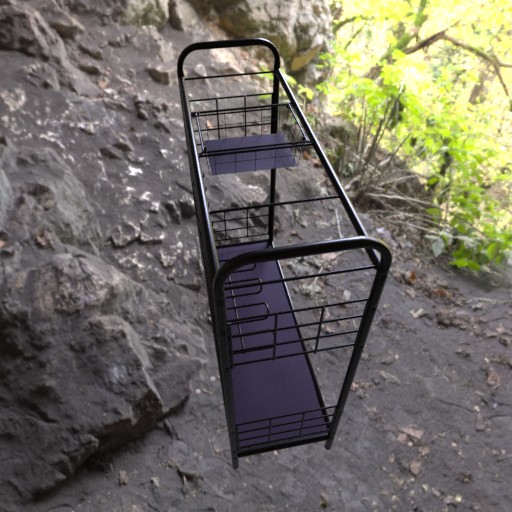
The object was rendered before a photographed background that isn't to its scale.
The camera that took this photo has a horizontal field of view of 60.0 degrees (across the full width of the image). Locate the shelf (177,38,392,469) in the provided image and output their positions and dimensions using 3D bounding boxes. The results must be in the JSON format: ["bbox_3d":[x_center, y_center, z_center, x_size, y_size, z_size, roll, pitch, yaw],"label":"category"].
[{"bbox_3d":[0.000,0.000,1.465,0.350,1.026,0.961,-8,47,-8],"label":"shelf"}]
